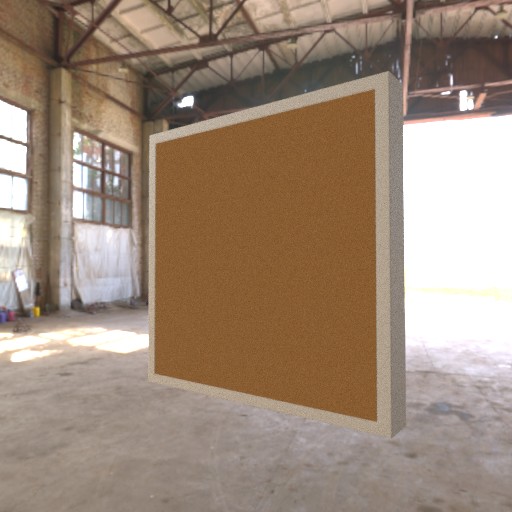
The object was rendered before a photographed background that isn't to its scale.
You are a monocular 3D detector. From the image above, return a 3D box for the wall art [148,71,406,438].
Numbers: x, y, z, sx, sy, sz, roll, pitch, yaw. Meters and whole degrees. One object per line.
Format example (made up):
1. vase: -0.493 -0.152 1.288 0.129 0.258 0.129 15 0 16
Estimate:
1. wall art: 0.000 0.000 0.473 0.305 0.305 0.037 -1 -2 37
